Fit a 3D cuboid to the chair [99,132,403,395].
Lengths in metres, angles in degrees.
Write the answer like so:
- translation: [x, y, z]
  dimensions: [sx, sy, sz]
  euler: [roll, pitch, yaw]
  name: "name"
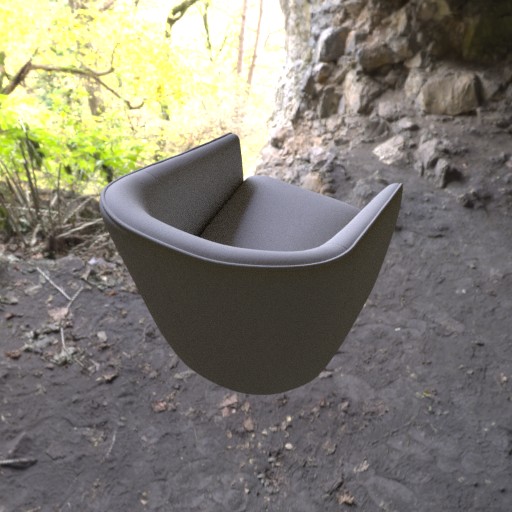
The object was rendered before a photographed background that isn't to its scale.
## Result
- translation: [0.000, 0.000, 1.506]
  dimensions: [0.747, 0.799, 0.875]
  euler: [22, 48, 21]
  name: "chair"
